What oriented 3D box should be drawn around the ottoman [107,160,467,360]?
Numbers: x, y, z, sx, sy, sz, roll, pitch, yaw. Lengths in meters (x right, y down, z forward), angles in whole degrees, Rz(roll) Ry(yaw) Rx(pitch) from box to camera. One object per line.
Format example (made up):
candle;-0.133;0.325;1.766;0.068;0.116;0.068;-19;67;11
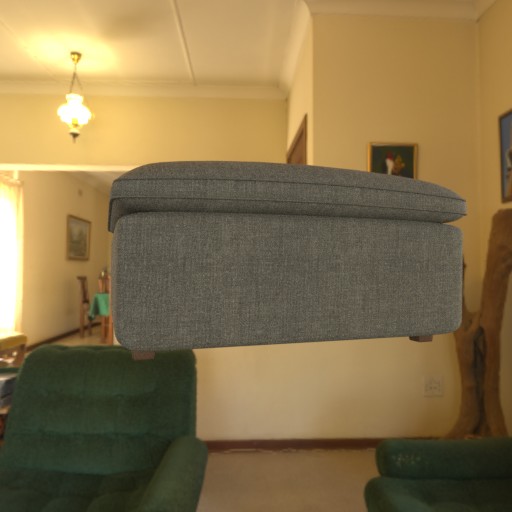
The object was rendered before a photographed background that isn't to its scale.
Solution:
ottoman;0.000;0.000;1.682;1.067;0.559;1.067;1;-2;-19
